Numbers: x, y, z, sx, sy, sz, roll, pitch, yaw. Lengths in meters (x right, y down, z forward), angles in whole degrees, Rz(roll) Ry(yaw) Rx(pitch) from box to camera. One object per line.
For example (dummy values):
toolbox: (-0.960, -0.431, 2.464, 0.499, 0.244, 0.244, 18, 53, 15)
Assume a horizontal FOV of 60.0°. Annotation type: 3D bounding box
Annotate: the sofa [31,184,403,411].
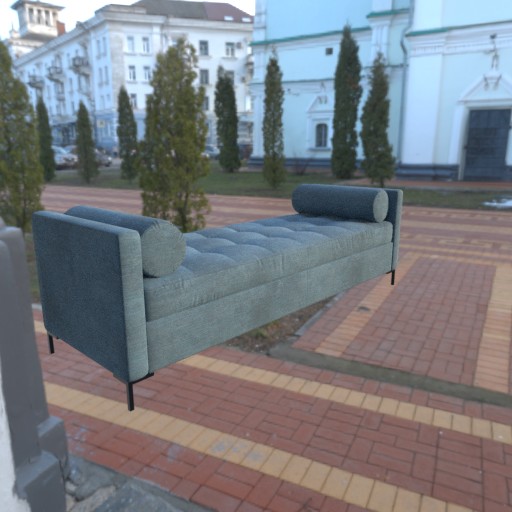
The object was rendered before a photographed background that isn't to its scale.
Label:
sofa: (0.000, 0.000, 2.354, 0.686, 0.635, 1.981, 12, 18, 41)
